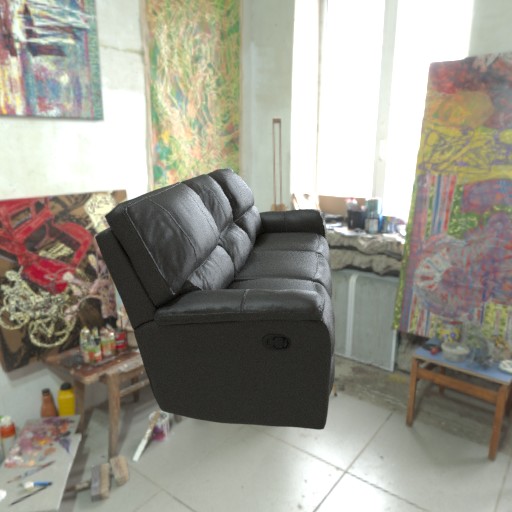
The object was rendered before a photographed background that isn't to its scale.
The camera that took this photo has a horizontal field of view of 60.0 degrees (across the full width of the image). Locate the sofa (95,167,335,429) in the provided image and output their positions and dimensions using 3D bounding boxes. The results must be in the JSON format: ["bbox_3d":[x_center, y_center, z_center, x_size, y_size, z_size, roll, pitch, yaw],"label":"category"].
[{"bbox_3d":[0.000,0.000,3.167,1.104,1.134,2.627,2,15,8],"label":"sofa"}]
